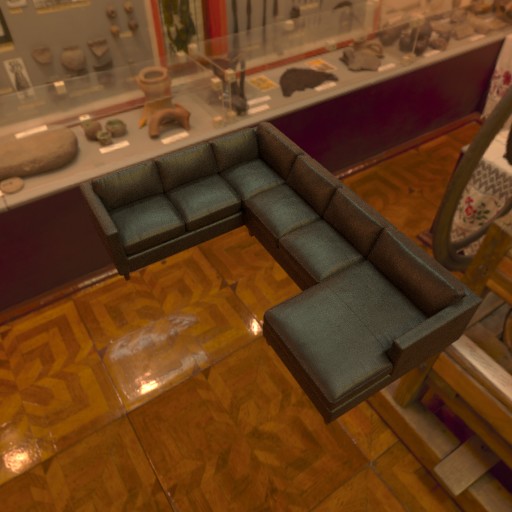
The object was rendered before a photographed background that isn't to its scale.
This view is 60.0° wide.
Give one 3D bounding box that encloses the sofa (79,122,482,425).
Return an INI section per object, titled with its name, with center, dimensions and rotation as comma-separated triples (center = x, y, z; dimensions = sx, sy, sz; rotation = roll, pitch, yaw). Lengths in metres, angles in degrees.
[sofa]
center = 0.000, 0.000, 4.453
dimensions = 2.452, 0.891, 3.324
rotation = -24, 52, -21
